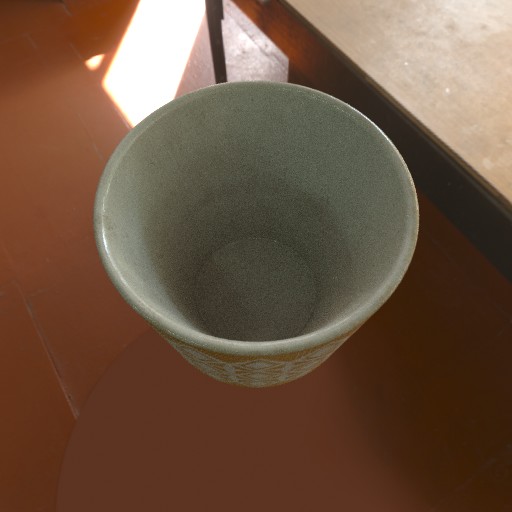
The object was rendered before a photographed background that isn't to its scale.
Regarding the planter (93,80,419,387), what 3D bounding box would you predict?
[{"bbox_3d":[0.000,0.000,0.338,0.193,0.165,0.193,0,63,0],"label":"planter"}]
